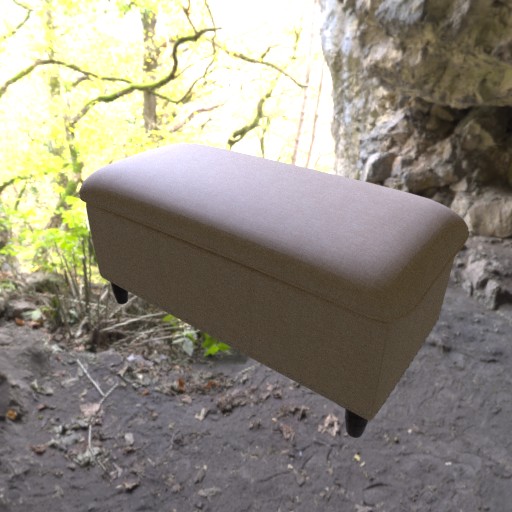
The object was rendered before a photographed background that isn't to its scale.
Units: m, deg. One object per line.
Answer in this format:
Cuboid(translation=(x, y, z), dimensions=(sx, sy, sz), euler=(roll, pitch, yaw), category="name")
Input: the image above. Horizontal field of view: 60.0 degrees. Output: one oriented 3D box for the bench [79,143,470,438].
Cuboid(translation=(0.000, 0.000, 1.248), dimensions=(0.991, 0.483, 0.483), euler=(21, 36, 32), category="bench")
